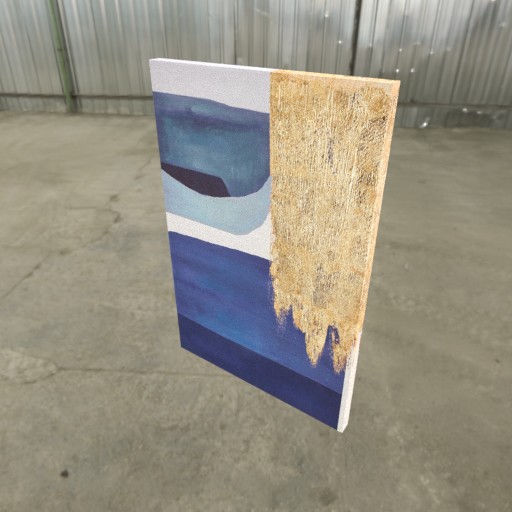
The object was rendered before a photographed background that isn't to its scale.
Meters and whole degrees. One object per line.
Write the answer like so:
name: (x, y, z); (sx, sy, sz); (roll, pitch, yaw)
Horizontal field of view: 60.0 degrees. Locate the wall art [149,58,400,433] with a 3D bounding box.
wall art: (0.000, 0.000, 1.161); (0.607, 0.911, 0.039); (19, 35, 30)
